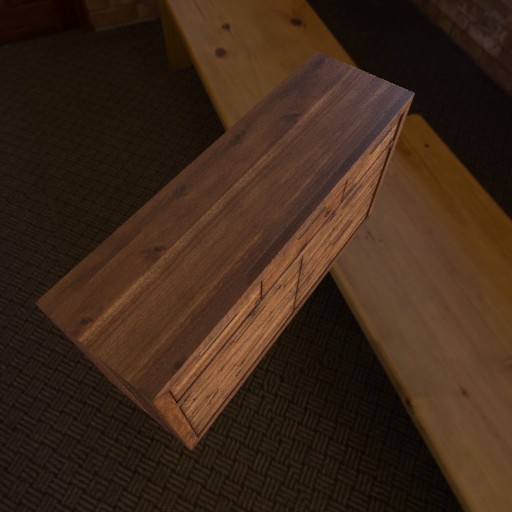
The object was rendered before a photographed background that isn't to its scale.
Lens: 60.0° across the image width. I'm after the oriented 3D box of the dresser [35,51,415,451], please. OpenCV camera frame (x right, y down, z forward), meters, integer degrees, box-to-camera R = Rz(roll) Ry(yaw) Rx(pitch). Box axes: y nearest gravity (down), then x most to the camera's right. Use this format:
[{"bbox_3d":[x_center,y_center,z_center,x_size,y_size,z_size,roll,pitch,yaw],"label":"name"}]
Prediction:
[{"bbox_3d":[0.000,0.000,1.785,0.438,0.892,1.387,32,64,18],"label":"dresser"}]
